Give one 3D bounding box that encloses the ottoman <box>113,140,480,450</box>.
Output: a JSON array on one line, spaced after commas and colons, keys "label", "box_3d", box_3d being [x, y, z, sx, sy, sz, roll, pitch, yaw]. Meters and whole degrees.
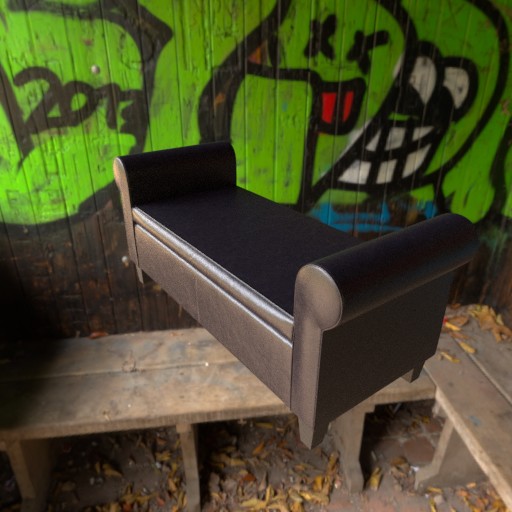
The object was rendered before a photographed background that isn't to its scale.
[{"label": "ottoman", "box_3d": [0.000, 0.000, 1.547, 0.521, 0.547, 1.256, -18, 32, -32]}]
